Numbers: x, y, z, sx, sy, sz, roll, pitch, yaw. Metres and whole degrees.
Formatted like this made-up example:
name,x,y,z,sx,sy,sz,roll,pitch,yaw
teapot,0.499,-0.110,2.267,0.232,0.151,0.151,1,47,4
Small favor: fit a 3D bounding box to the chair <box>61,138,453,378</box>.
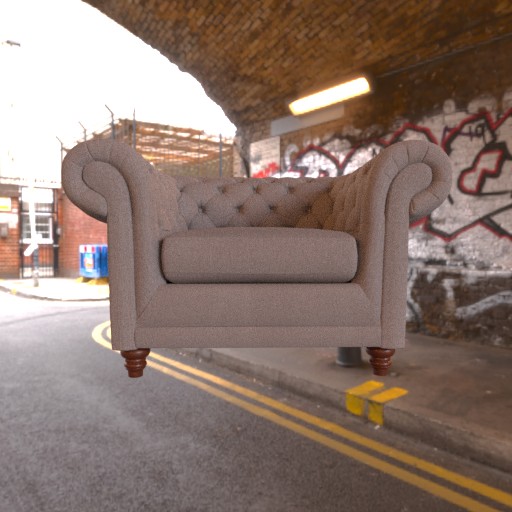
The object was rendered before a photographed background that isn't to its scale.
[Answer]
name,x,y,z,sx,sy,sz,roll,pitch,yaw
chair,0.000,0.000,1.868,1.270,0.770,0.976,0,1,-2
